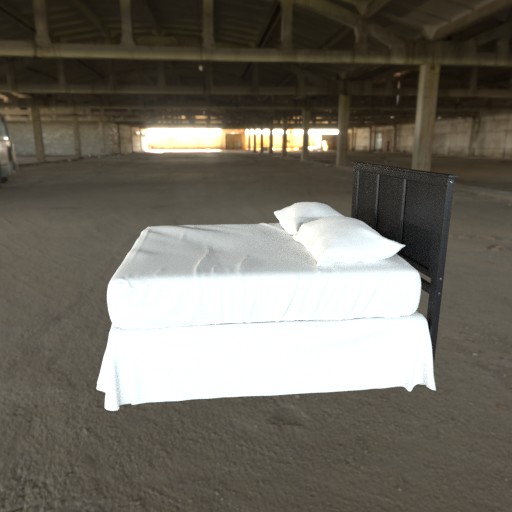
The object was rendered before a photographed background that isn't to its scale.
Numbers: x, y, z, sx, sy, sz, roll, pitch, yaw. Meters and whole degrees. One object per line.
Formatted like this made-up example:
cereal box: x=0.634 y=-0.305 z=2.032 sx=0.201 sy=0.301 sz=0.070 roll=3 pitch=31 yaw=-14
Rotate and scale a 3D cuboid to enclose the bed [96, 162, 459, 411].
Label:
bed: x=0.000 y=0.000 z=3.247 sx=2.050 sy=1.270 sz=1.870 roll=-2 pitch=15 yaw=-6
